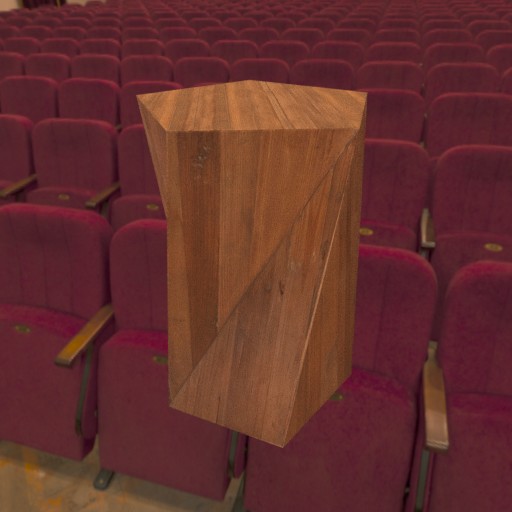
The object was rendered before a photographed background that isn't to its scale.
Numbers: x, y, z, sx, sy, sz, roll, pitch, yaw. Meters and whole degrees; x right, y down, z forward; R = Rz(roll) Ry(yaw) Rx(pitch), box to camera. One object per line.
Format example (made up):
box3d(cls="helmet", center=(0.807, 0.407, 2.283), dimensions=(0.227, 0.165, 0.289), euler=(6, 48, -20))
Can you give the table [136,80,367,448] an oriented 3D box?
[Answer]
box3d(cls="table", center=(0.000, 0.000, 0.899), dimensions=(0.441, 0.604, 0.425), euler=(8, 32, 14))
